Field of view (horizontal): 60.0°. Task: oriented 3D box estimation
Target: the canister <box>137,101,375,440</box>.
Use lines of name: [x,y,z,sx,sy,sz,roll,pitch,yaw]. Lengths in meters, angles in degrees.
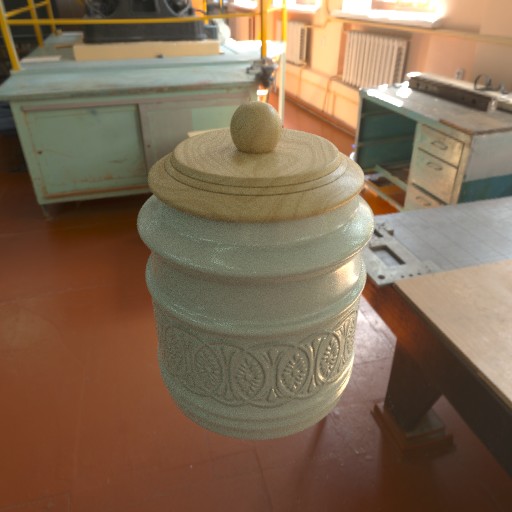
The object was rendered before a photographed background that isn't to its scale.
canister: [0.000,0.000,0.263,0.130,0.176,0.130,0,31,0]
